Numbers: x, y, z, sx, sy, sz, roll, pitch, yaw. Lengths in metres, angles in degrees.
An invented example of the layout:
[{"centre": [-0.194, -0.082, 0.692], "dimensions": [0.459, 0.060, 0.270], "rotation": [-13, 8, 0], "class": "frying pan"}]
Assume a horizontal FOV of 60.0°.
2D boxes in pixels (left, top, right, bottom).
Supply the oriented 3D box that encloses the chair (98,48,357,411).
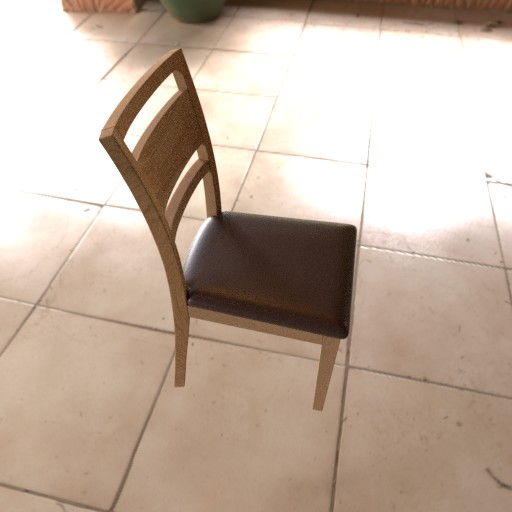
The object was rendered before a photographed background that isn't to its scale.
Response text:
[{"centre": [0.000, 0.000, 1.233], "dimensions": [0.545, 0.940, 0.420], "rotation": [9, 48, 8], "class": "chair"}]
